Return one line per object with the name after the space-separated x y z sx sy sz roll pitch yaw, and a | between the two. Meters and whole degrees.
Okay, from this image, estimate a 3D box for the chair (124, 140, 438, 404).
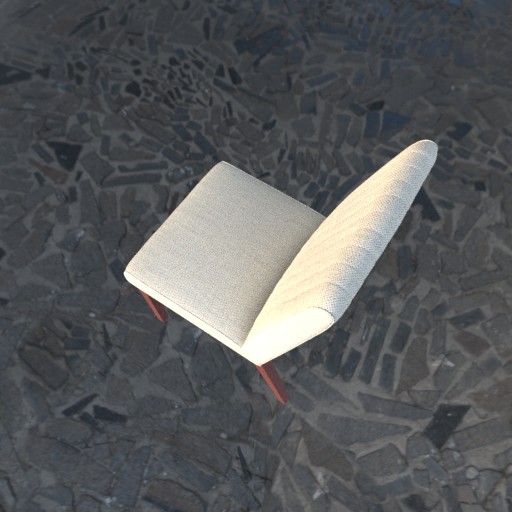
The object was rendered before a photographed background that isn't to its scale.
0.000 0.000 1.227 0.594 0.900 0.480 30 67 15 | chair
